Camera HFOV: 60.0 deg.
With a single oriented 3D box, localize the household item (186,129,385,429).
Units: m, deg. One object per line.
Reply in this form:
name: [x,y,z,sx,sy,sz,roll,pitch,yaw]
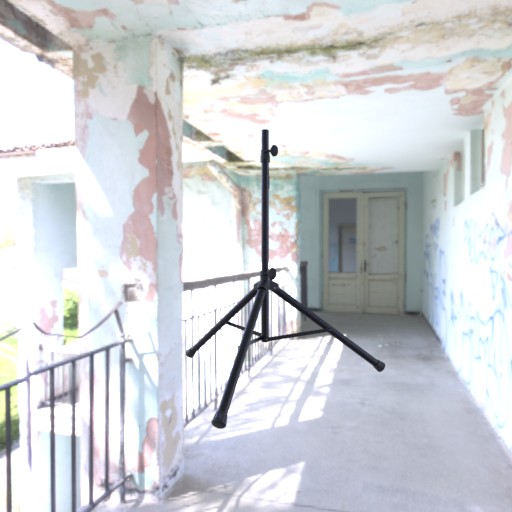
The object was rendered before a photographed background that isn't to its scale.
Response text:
household item: [0.000,0.000,1.878,1.045,1.136,0.907,0,1,17]
